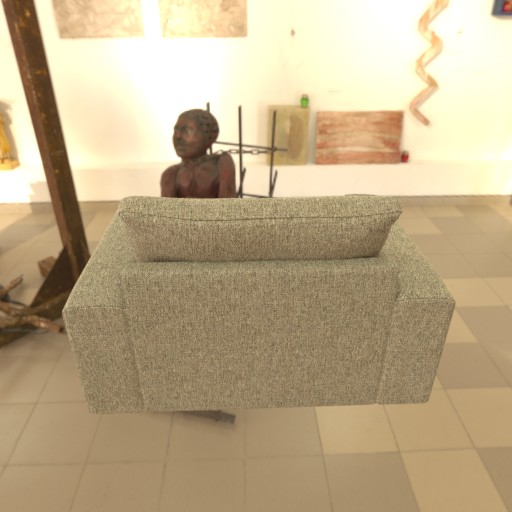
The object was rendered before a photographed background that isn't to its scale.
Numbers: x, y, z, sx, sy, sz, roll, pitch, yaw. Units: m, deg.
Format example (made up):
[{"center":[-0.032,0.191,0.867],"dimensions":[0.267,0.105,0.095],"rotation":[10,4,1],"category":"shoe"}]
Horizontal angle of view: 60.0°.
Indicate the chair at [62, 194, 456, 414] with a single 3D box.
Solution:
[{"center":[0.000,0.000,2.052],"dimensions":[1.398,0.915,1.039],"rotation":[-1,30,-2],"category":"chair"}]
